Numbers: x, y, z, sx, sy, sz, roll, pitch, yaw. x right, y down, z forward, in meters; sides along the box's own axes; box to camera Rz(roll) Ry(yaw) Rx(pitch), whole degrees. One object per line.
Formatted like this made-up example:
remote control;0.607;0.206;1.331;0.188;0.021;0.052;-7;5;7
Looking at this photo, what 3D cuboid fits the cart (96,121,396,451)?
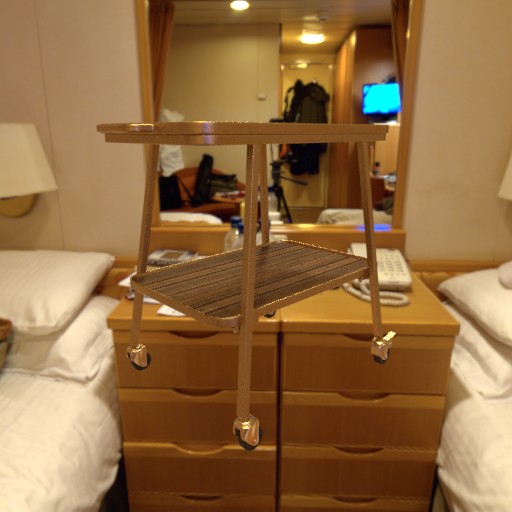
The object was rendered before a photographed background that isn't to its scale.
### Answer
cart;0.000;0.000;1.231;0.806;0.700;0.524;-15;21;-42
